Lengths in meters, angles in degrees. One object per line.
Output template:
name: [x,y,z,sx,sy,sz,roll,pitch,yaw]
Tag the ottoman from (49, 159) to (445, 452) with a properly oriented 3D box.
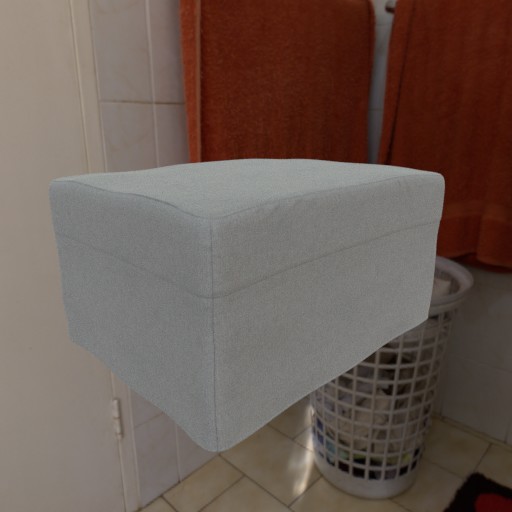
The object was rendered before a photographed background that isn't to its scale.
ottoman: [0.000,0.000,1.201,0.833,0.461,0.648,-16,23,-42]
